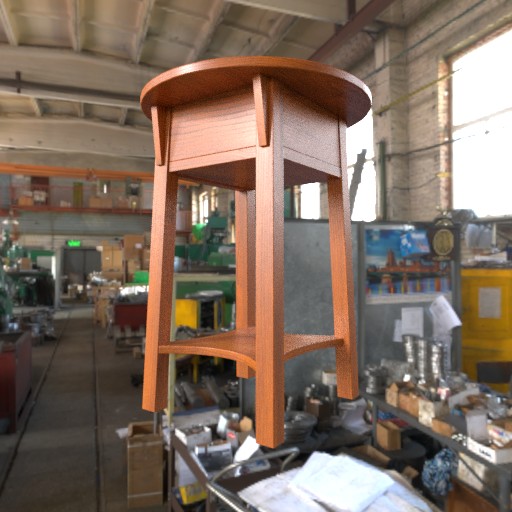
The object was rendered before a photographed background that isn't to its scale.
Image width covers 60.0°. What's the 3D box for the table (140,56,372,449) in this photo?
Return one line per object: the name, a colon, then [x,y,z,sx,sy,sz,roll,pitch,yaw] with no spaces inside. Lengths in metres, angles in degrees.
table: [0.000,0.000,0.904,0.457,0.610,0.457,0,0,0]
